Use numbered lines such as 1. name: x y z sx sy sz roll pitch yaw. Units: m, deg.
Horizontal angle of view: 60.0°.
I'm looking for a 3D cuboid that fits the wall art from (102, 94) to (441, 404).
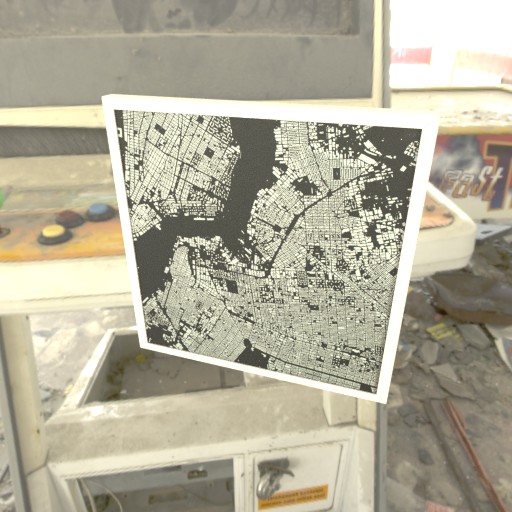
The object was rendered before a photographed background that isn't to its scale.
1. wall art: 0.000 0.000 1.152 0.761 0.762 0.050 9 29 16
